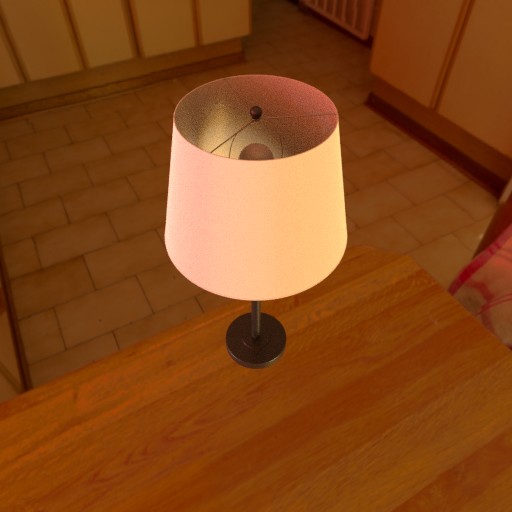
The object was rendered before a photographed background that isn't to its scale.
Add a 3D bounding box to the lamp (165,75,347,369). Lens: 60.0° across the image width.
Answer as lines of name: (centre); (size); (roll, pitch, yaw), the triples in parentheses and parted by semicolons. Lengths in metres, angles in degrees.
lamp: (0.000, 0.000, 0.953); (0.363, 0.696, 0.363); (0, 48, 0)
